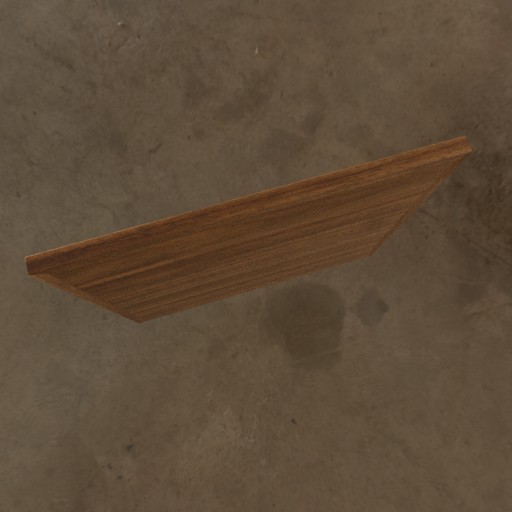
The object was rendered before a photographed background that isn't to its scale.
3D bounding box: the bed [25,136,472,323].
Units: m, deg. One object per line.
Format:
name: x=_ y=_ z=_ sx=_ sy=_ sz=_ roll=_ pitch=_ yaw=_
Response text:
bed: x=0.000 y=0.000 z=1.453 sx=1.041 sy=0.940 sz=0.043 roll=-16 pitch=76 yaw=-4
